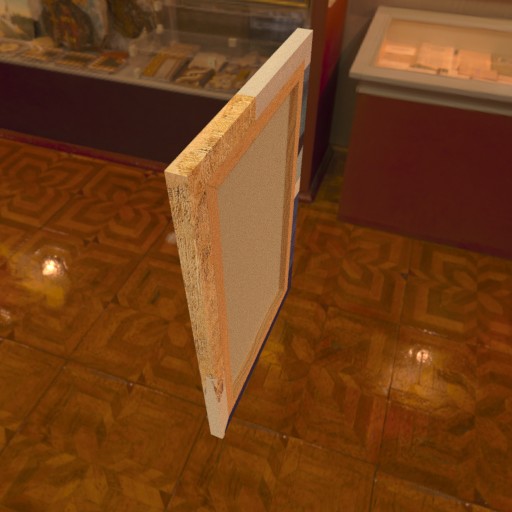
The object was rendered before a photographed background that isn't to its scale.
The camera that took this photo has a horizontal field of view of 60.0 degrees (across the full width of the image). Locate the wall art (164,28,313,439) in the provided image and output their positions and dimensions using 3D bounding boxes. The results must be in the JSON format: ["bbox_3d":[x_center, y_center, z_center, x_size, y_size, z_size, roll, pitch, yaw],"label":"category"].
[{"bbox_3d":[0.000,0.000,1.145,0.039,0.911,0.607,16,48,15],"label":"wall art"}]
